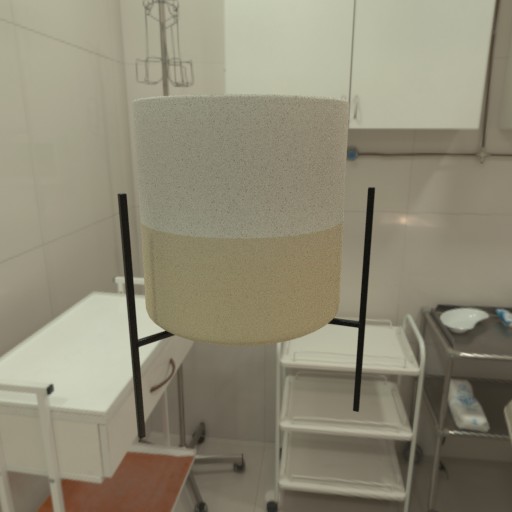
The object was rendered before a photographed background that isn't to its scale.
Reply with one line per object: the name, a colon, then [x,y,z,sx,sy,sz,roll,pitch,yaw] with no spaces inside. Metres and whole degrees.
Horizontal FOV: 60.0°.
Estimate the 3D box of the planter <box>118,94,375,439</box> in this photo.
planter: [0.000,0.000,0.552,0.267,0.362,0.263,2,16,7]
